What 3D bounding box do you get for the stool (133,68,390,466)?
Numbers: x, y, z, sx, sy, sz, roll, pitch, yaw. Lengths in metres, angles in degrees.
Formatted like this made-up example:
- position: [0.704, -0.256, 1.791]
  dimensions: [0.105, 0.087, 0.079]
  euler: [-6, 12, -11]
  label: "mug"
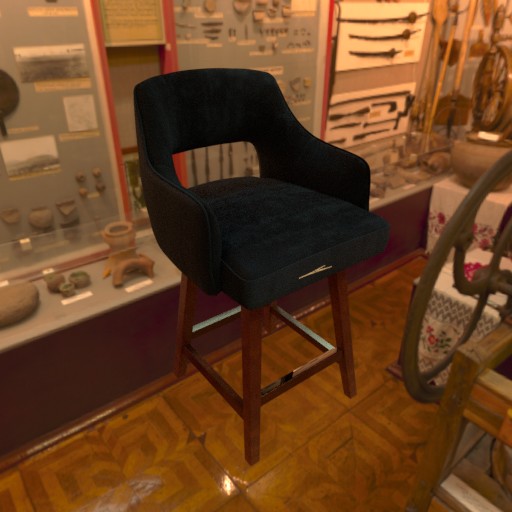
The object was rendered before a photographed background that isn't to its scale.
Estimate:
- position: [0.000, 0.000, 1.260]
  dimensions: [0.550, 0.940, 0.560]
  euler: [-20, 35, -32]
  label: "stool"
